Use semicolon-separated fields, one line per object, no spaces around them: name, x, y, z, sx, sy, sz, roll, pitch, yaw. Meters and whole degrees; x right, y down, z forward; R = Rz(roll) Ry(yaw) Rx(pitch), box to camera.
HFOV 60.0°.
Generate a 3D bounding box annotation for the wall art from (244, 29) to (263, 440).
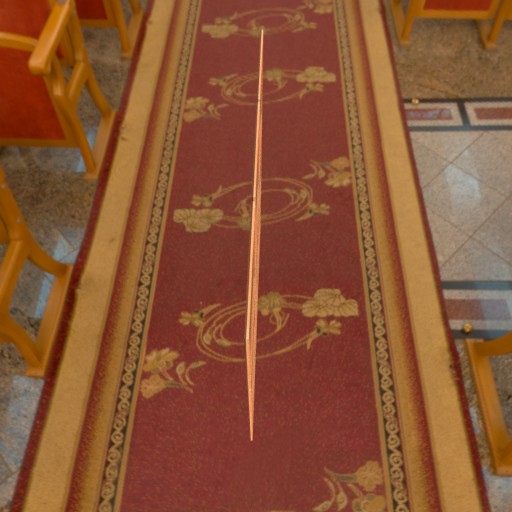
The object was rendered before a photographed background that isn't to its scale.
wall art;0.000;0.000;2.288;0.013;1.525;1.520;2;58;1
